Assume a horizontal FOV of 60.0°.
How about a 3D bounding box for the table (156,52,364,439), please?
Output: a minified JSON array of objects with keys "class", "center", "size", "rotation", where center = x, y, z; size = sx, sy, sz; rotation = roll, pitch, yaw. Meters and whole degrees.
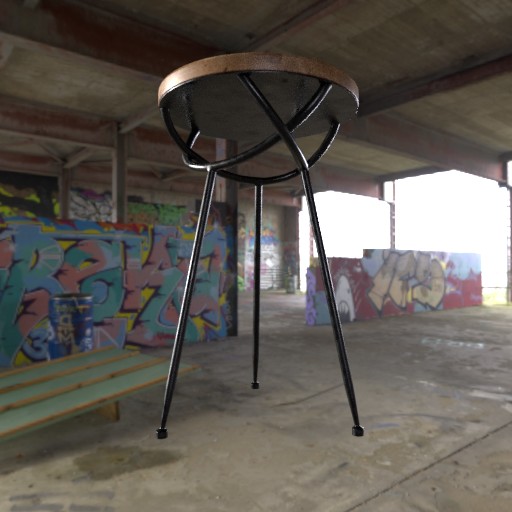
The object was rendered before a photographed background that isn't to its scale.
[{"class":"table","center":[0.000,0.000,0.925],"size":[0.418,0.664,0.414],"rotation":[0,-1,-19]}]
